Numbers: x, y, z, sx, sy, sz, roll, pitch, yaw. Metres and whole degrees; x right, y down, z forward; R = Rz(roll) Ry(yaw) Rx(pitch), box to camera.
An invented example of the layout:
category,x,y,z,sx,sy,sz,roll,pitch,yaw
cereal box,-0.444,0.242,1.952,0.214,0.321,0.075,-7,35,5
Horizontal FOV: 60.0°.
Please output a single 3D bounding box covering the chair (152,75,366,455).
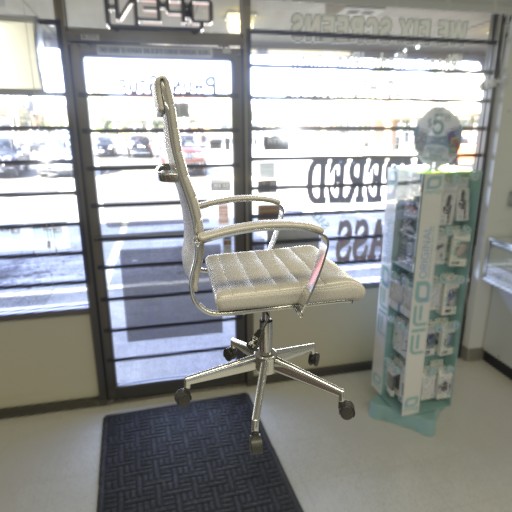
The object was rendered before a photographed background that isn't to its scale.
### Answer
category,x,y,z,sx,sy,sz,roll,pitch,yaw
chair,0.000,0.000,1.589,0.667,1.149,0.679,-3,16,-10
